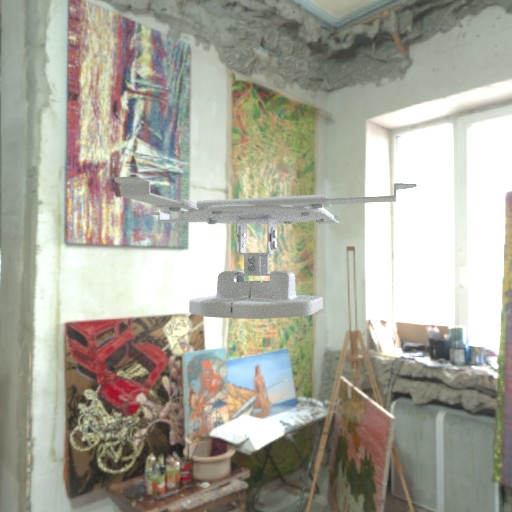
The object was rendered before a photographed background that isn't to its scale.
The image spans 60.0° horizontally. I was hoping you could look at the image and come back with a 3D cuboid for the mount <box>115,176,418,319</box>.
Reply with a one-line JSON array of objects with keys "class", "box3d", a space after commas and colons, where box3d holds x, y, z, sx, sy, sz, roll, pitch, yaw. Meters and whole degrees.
[{"class": "mount", "box3d": [0.000, 0.000, 0.580, 0.394, 0.141, 0.394, 0, -1, 18]}]
